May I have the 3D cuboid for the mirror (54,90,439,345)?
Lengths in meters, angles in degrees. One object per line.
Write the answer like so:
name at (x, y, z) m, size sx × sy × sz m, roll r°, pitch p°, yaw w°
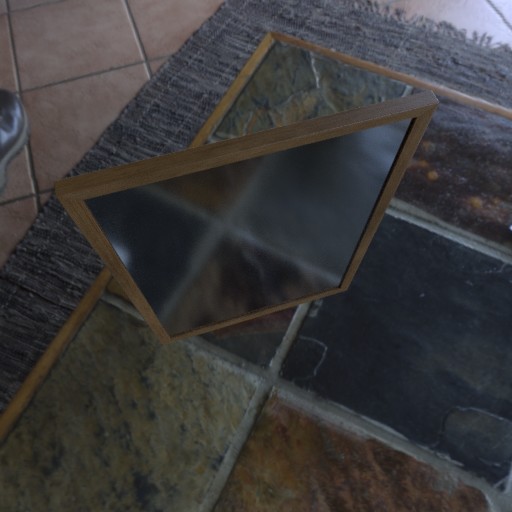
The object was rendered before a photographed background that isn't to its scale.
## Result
mirror at (0.000, 0.000, 1.306) m, size 0.762 × 1.016 × 0.040 m, roll -16°, pitch 65°, yaw -8°
